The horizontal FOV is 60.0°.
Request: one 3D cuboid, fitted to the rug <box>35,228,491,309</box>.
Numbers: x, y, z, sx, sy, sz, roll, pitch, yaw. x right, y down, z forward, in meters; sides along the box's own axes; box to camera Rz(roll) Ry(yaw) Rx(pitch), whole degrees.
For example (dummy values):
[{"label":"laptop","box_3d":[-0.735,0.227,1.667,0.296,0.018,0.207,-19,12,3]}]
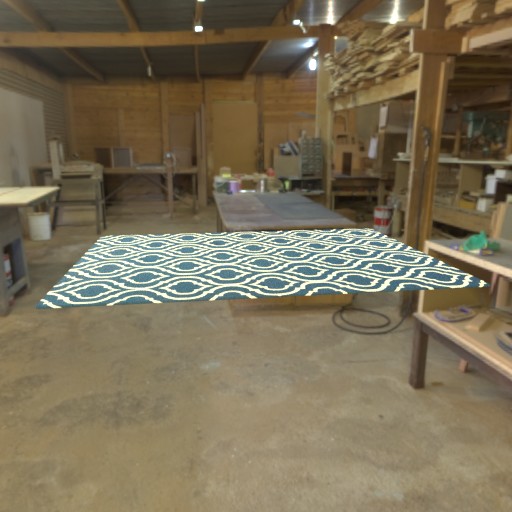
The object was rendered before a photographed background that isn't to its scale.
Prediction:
[{"label":"rug","box_3d":[0.000,0.000,2.768,2.134,0.010,1.524,-2,14,-8]}]
